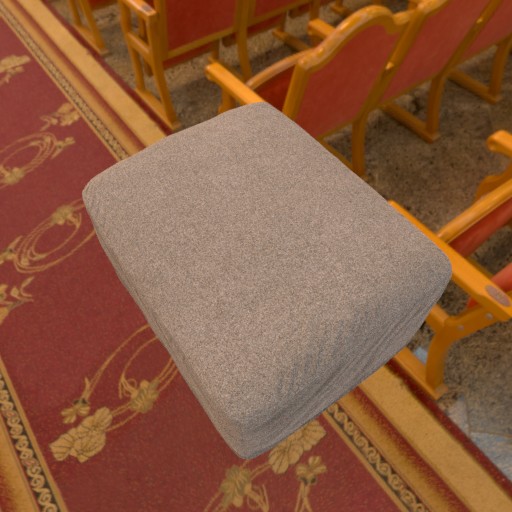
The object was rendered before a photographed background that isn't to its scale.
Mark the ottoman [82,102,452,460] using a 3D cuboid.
[{"bbox_3d":[0.000,0.000,1.268,0.683,0.481,0.837,-31,62,-19],"label":"ottoman"}]
